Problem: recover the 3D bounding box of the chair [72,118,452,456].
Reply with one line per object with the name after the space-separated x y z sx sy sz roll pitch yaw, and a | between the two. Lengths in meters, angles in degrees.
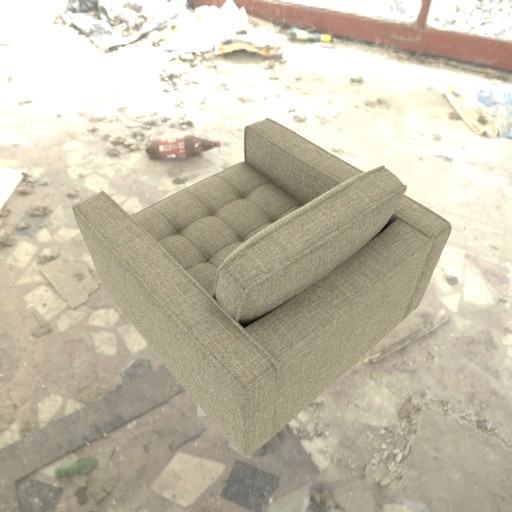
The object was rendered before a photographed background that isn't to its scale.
0.000 0.000 1.572 0.889 0.765 0.914 -32 54 -27 | chair
